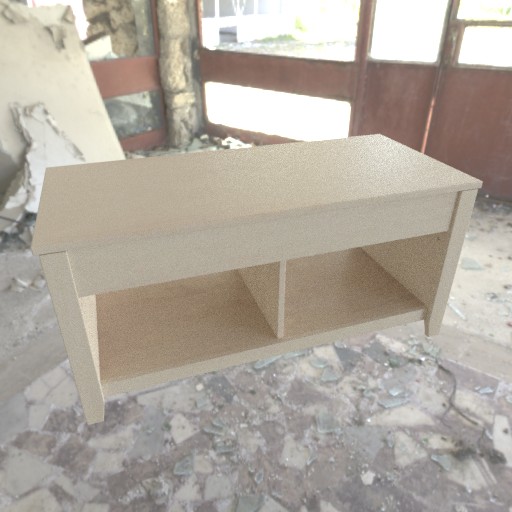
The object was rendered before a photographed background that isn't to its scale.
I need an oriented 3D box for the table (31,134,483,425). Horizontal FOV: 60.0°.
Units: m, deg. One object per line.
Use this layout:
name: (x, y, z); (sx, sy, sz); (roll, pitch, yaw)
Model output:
table: (0.000, 0.000, 1.249); (1.016, 0.483, 0.457); (-10, 32, -16)
